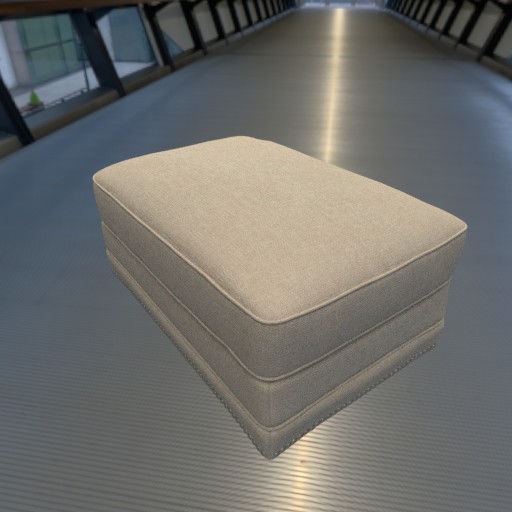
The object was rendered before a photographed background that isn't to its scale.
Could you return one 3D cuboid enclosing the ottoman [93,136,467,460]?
[{"bbox_3d":[0.000,0.000,1.138,0.559,0.458,0.813,-21,38,-30],"label":"ottoman"}]
